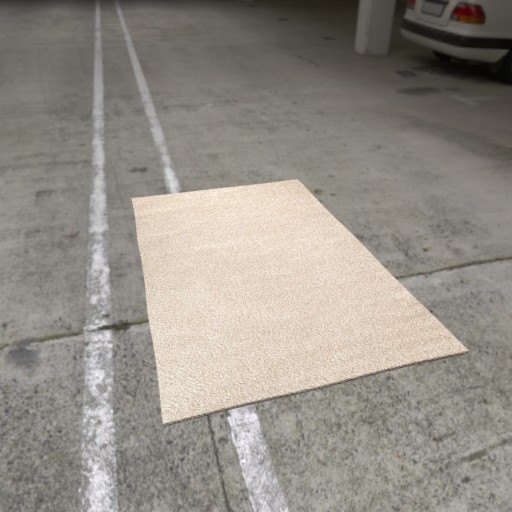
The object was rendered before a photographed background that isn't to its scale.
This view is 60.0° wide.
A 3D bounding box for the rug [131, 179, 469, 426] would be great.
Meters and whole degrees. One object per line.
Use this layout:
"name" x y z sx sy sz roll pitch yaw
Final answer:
"rug" 0.000 0.000 2.971 1.500 0.025 2.346 -9 33 -14
